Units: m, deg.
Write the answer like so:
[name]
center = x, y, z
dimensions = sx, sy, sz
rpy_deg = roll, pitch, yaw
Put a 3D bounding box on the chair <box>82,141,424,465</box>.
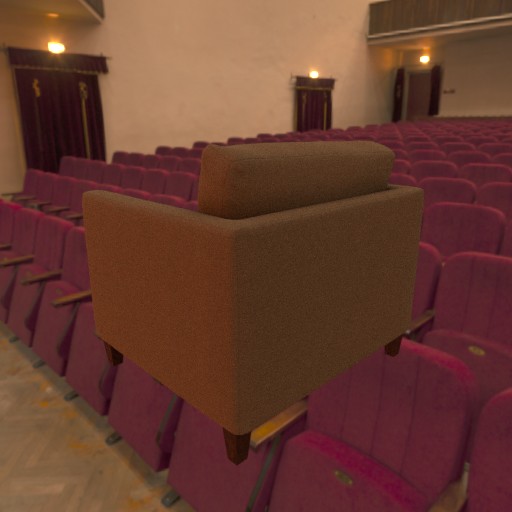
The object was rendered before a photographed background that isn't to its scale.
[chair]
center = 0.000, 0.000, 1.880
dimensions = 1.107, 0.963, 0.959
rpy_deg = -16, 23, -42
